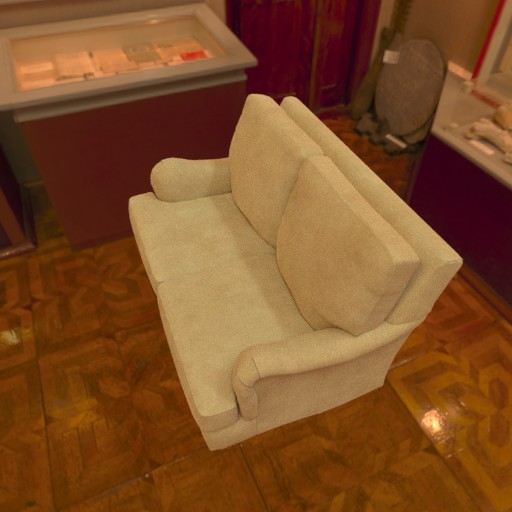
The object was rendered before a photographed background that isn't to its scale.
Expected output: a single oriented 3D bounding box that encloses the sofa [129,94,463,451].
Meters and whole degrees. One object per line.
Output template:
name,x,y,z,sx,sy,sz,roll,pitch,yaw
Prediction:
sofa,0.000,0.000,2.265,1.086,1.087,1.498,-16,47,-15
